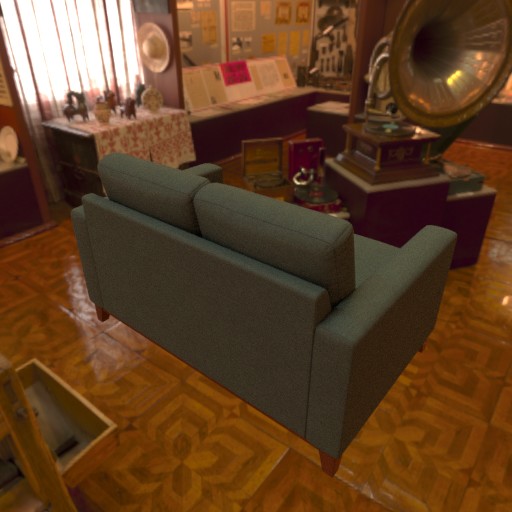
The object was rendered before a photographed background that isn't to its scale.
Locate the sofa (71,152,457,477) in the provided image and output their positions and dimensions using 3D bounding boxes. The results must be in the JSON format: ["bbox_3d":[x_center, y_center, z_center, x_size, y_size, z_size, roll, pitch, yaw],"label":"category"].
[{"bbox_3d":[0.000,0.000,2.063,1.489,0.903,0.955,22,36,33],"label":"sofa"}]
